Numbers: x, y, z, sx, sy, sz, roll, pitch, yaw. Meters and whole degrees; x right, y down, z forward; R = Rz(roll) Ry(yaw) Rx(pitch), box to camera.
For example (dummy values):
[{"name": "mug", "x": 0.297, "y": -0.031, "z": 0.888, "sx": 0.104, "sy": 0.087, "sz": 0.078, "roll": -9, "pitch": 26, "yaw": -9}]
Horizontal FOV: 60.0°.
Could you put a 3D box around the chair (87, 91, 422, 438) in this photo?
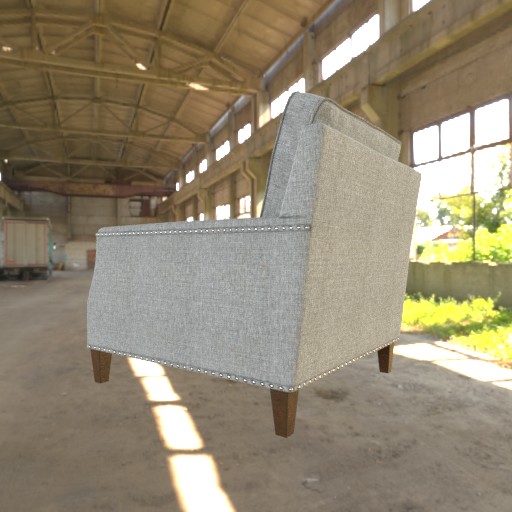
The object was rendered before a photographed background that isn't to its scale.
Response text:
[{"name": "chair", "x": 0.000, "y": 0.000, "z": 1.709, "sx": 1.014, "sy": 0.943, "sz": 0.853, "roll": 0, "pitch": 1, "yaw": 36}]
